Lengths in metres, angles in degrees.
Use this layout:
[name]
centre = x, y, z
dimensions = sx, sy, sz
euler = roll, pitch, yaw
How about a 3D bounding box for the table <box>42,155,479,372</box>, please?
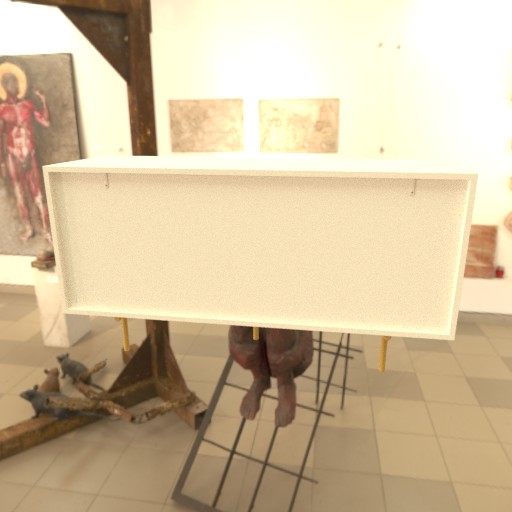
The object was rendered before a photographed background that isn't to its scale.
[table]
centre = 0.000, 0.000, 1.861
dimensions = 1.500, 0.769, 0.508
euler = 3, 17, 8
